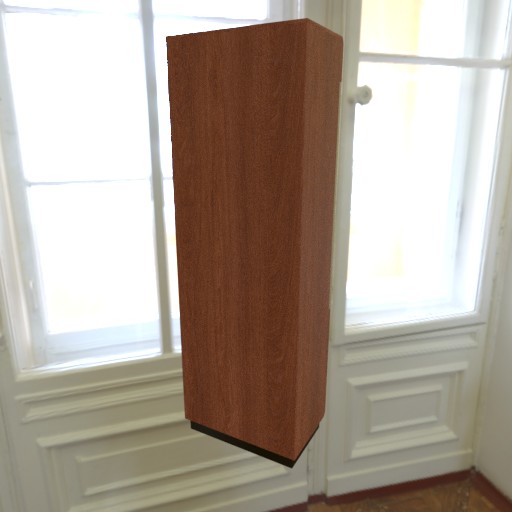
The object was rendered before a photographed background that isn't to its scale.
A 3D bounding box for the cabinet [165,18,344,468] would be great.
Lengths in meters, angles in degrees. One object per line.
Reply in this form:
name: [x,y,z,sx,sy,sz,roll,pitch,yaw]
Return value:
cabinet: [0.000,0.000,2.199,0.660,1.980,0.420,9,18,28]
